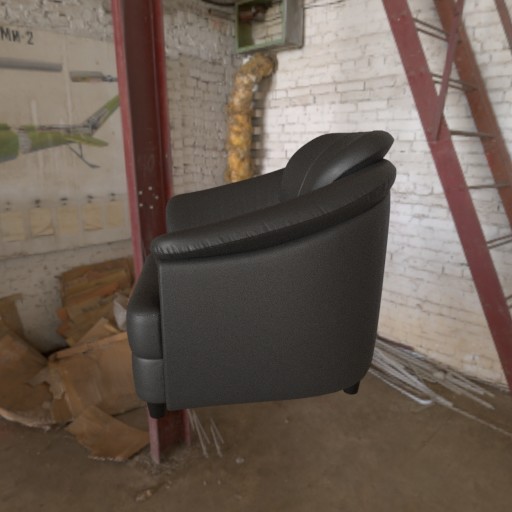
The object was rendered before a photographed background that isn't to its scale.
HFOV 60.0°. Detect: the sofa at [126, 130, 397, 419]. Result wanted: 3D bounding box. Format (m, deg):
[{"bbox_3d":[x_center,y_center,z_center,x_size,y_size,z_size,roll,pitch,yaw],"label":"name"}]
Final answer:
[{"bbox_3d":[0.000,0.000,1.498,0.794,0.811,0.870,-2,15,-8],"label":"sofa"}]
